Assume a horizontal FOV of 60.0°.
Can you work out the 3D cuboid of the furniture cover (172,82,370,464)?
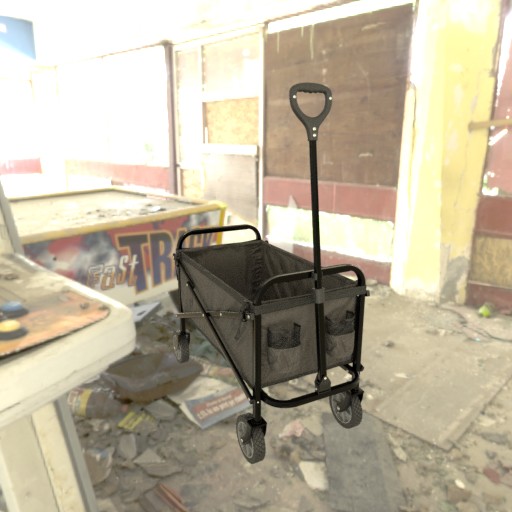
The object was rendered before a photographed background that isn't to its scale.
[{"bbox_3d":[0.000,0.000,1.863,0.532,1.295,1.038,-8,17,-26],"label":"furniture cover"}]
